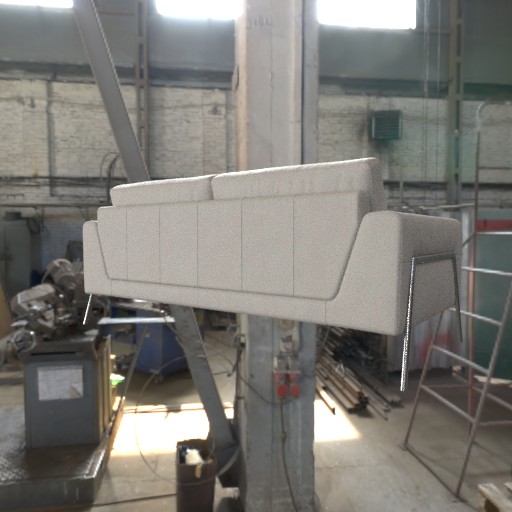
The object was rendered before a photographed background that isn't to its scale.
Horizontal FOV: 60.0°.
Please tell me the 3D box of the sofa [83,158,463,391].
[{"bbox_3d":[0.000,0.000,2.535,2.017,0.875,0.953,2,3,37],"label":"sofa"}]
